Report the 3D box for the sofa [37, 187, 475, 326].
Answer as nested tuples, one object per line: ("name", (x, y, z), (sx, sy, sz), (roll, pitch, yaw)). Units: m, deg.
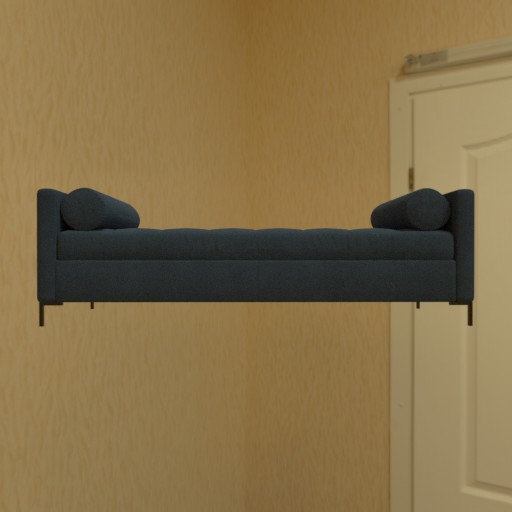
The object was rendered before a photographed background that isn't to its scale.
("sofa", (0.000, 0.000, 2.334), (1.981, 0.635, 0.686), (0, 0, -1))
